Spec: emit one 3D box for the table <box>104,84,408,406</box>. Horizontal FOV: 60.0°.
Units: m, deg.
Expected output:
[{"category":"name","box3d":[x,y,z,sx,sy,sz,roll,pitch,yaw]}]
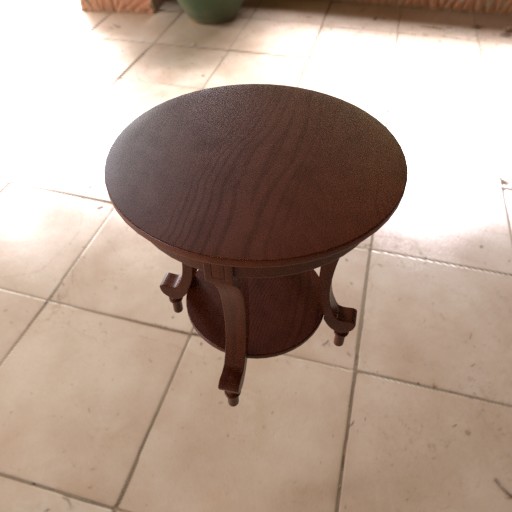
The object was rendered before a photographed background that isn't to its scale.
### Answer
[{"category":"table","box3d":[0.000,0.000,1.115,0.597,0.612,0.597,0,47,0]}]
